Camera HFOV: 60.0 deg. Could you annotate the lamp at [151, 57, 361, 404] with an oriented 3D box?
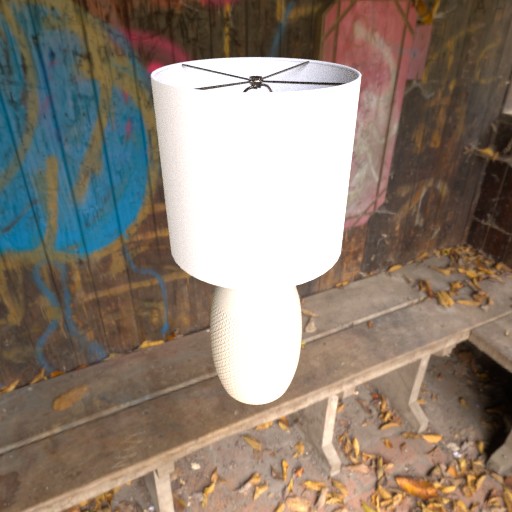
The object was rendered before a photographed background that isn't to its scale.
[{"bbox_3d":[0.000,0.000,0.582,0.217,0.453,0.217,20,37,30],"label":"lamp"}]
